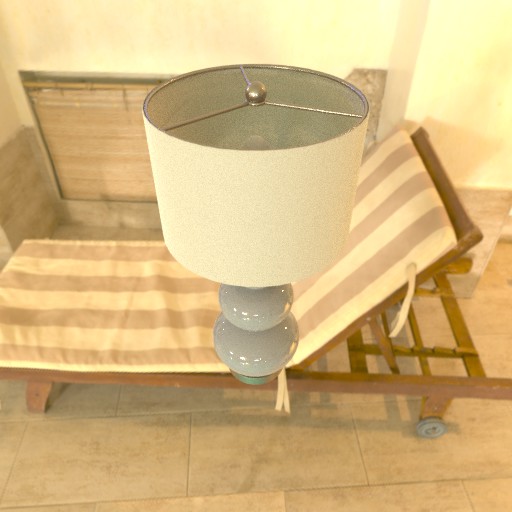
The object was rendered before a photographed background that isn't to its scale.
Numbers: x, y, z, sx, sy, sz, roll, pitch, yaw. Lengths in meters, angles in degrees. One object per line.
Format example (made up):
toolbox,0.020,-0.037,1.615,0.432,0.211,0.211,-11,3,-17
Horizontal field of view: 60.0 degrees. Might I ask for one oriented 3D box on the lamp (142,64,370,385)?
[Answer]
lamp,0.000,0.000,0.945,0.367,0.730,0.367,2,40,2
